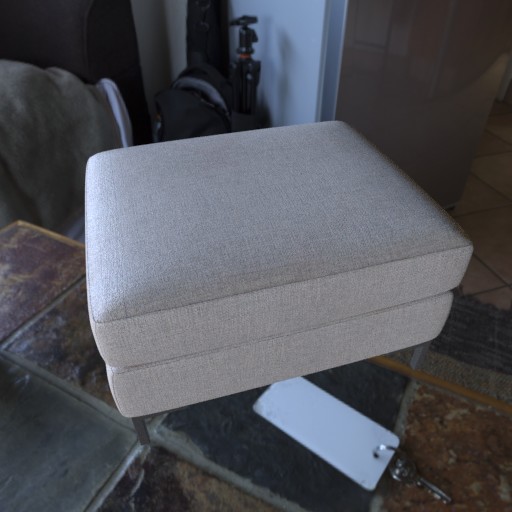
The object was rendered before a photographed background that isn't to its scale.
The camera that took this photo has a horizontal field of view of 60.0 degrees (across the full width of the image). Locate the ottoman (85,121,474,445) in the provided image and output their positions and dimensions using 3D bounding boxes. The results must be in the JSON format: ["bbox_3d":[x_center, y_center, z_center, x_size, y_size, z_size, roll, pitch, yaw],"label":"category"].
[{"bbox_3d":[0.000,0.000,1.207,0.820,0.490,0.671,-11,42,-12],"label":"ottoman"}]
